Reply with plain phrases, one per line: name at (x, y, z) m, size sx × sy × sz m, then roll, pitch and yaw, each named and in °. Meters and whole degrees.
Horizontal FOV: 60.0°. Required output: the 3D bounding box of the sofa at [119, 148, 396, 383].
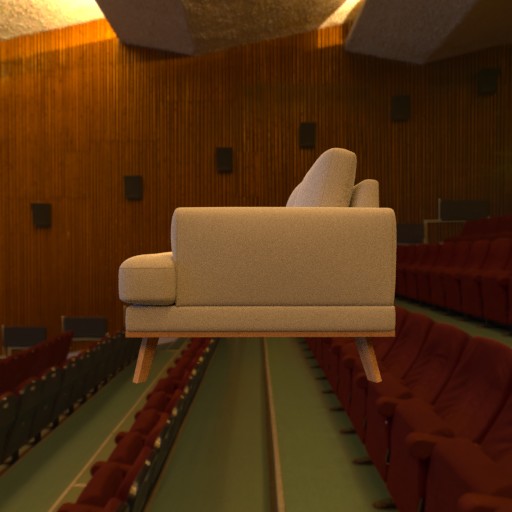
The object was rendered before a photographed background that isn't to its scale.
sofa at (0.000, 0.000, 2.223) m, size 0.915 × 0.810 × 1.651 m, roll 0°, pitch 1°, yaw -1°
